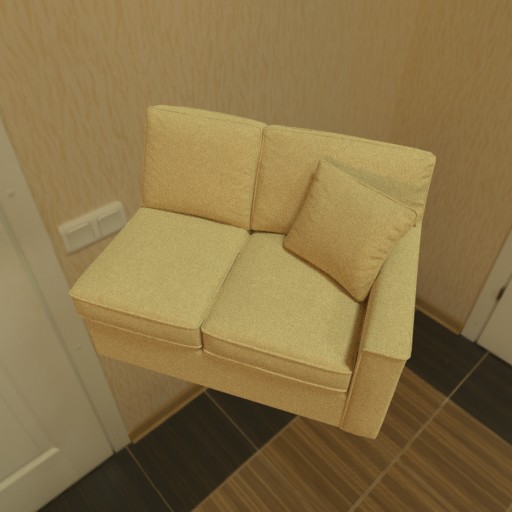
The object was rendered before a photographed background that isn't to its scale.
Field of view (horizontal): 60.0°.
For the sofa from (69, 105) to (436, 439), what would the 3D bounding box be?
[{"bbox_3d":[0.000,0.000,2.044,1.388,0.989,0.991,13,43,14],"label":"sofa"}]
